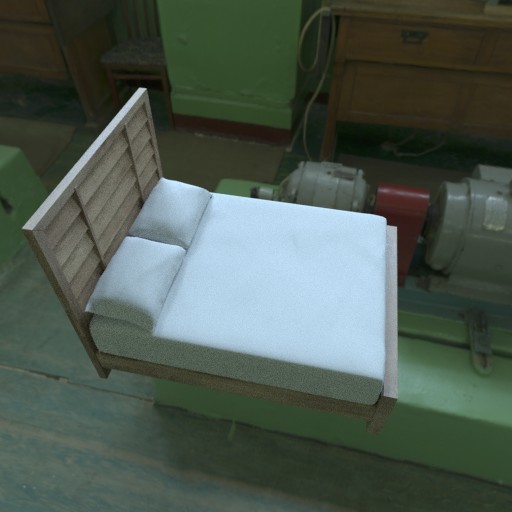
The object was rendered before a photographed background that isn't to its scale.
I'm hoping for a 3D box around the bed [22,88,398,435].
[{"bbox_3d":[0.000,0.000,3.320,2.197,1.626,1.626,9,48,8],"label":"bed"}]
